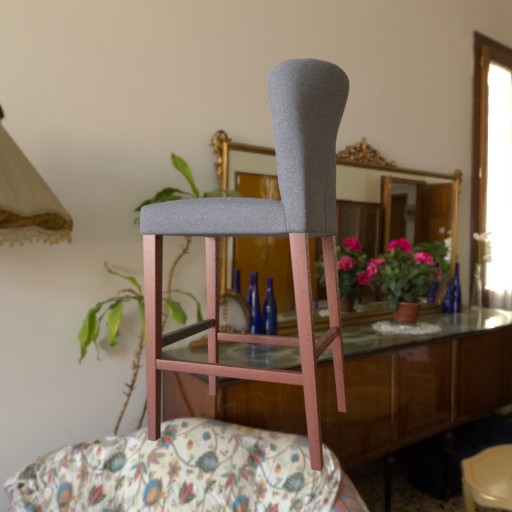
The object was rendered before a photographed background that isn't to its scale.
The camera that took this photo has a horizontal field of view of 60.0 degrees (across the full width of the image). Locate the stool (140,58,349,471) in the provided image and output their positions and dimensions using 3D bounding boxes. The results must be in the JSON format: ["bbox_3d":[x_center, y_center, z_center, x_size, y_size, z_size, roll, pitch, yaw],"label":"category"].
[{"bbox_3d":[0.000,0.000,1.394,0.568,1.069,0.481,1,2,20],"label":"stool"}]
